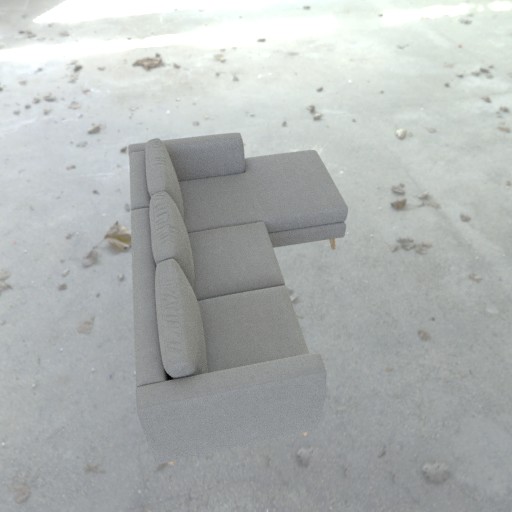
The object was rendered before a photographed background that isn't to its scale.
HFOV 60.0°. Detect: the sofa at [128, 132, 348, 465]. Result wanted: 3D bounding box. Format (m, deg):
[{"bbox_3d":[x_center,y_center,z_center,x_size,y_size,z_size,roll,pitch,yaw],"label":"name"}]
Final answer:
[{"bbox_3d":[0.000,0.000,3.031,1.580,0.860,2.300,-9,47,-8],"label":"sofa"}]
